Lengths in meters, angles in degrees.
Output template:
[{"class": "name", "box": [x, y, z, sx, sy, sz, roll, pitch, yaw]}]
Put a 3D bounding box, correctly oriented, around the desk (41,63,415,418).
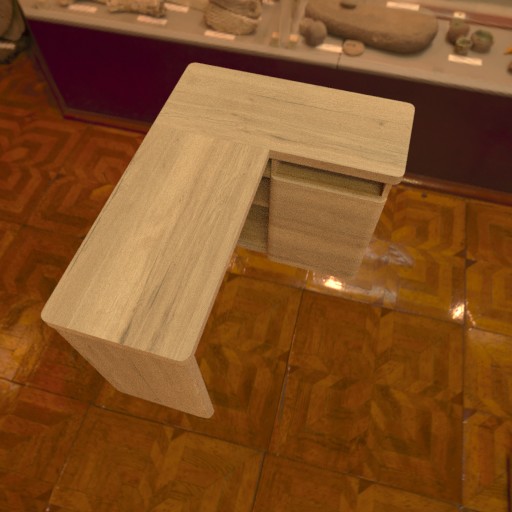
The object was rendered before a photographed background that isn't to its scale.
[{"class": "desk", "box": [0.000, 0.000, 1.758, 0.900, 0.760, 1.169, 14, 60, 9]}]
